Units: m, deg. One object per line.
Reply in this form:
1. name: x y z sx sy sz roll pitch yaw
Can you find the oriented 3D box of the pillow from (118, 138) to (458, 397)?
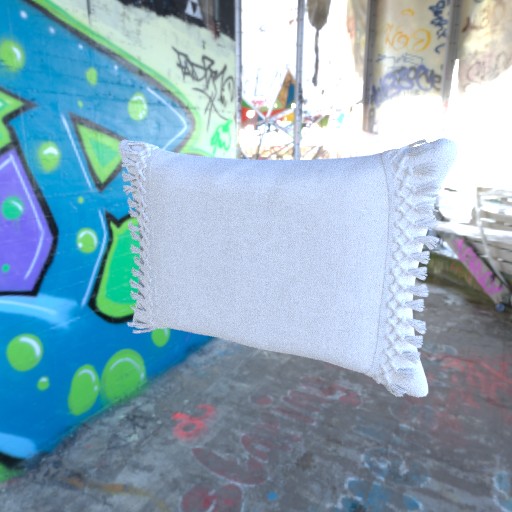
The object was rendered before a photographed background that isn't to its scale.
1. pillow: 0.000 0.000 0.592 0.466 0.305 0.084 8 17 27
